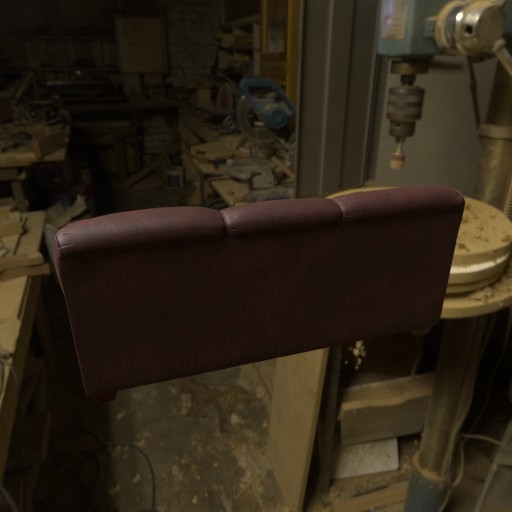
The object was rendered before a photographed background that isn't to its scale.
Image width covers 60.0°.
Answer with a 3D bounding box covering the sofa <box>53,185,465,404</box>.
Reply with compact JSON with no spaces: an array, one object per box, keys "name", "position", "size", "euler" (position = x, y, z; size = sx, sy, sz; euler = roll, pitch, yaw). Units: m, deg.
[{"name":"sofa","position":[0.000,0.000,2.620],"size":[2.039,0.953,1.008],"euler":[-8,27,-16]}]
